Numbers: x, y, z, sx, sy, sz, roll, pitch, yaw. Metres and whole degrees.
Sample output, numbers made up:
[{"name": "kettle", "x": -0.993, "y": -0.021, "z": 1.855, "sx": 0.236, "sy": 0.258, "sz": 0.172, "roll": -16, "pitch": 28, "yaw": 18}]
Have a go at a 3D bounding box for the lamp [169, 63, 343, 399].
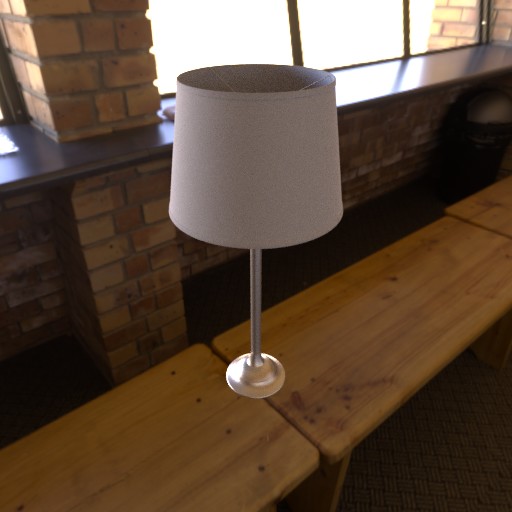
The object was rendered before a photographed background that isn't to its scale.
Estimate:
[{"name": "lamp", "x": 0.000, "y": 0.000, "z": 0.915, "sx": 0.331, "sy": 0.698, "sz": 0.331, "roll": 0, "pitch": 32, "yaw": 0}]
